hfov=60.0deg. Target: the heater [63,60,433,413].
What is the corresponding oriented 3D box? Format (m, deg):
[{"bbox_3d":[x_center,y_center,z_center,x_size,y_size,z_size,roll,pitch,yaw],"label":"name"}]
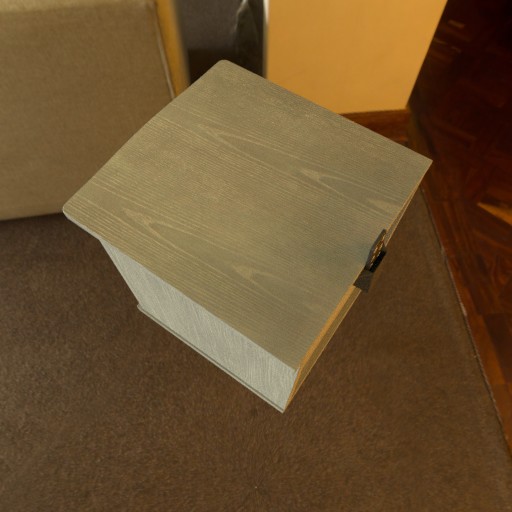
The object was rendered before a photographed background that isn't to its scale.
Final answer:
[{"bbox_3d":[0.000,0.000,0.788,0.400,0.481,0.362,32,67,15],"label":"heater"}]
